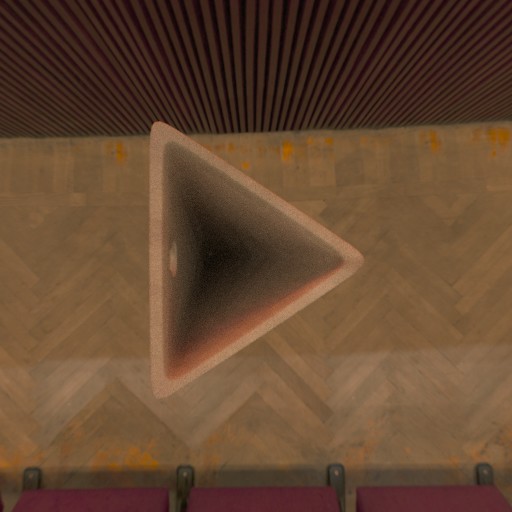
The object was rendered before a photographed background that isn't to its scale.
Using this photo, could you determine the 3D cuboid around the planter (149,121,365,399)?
[{"bbox_3d":[0.000,0.000,0.272,0.081,0.224,0.101,0,91,0],"label":"planter"}]
